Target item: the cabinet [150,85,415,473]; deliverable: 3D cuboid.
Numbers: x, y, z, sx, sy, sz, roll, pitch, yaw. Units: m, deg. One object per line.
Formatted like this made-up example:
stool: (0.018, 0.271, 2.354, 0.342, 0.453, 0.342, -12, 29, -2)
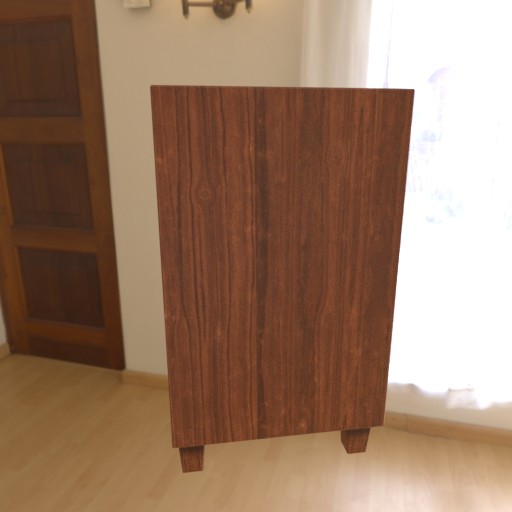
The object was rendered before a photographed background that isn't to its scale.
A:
cabinet: (0.000, 0.000, 1.041, 0.410, 0.695, 0.607, -3, 16, -9)
